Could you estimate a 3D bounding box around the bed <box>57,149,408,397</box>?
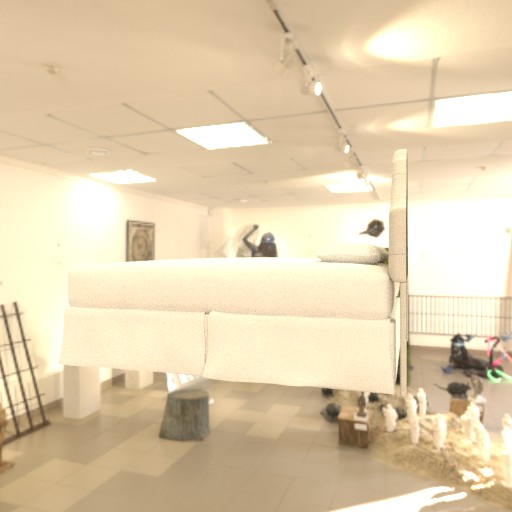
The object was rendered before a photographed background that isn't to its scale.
[{"bbox_3d":[0.000,0.000,3.831,2.477,1.617,2.039,0,0,19],"label":"bed"}]
